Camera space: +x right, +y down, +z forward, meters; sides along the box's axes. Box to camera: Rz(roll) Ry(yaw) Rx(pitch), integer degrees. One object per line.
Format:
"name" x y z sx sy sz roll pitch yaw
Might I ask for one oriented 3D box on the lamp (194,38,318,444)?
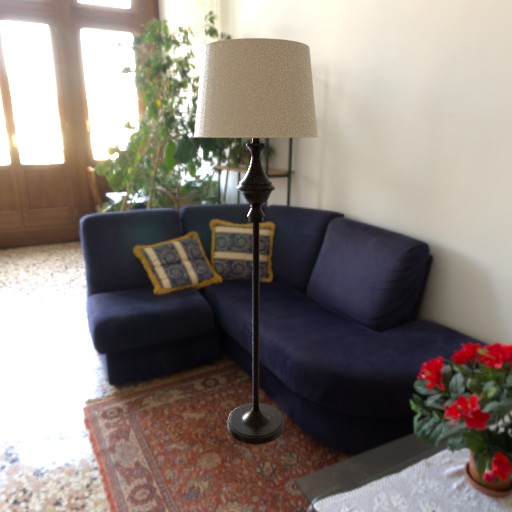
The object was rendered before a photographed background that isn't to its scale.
"lamp" 0.000 0.000 1.667 0.431 1.484 0.431 0 16 0
